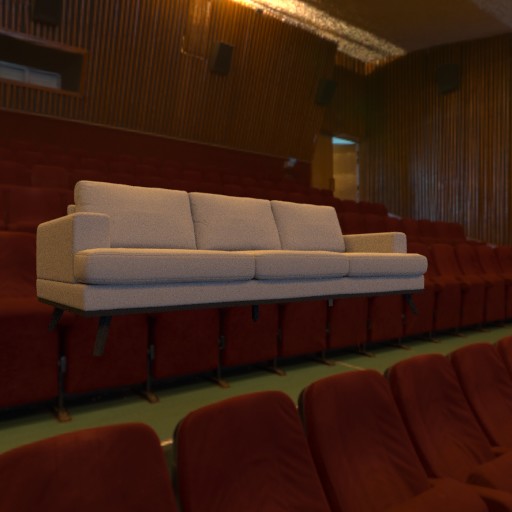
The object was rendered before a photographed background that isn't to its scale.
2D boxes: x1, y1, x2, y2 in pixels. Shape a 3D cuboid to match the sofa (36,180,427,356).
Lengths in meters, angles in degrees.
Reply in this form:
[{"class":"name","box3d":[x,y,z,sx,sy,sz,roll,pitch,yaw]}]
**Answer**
[{"class":"sofa","box3d":[0.000,0.000,2.735,2.310,0.810,0.920,1,-1,-37]}]
